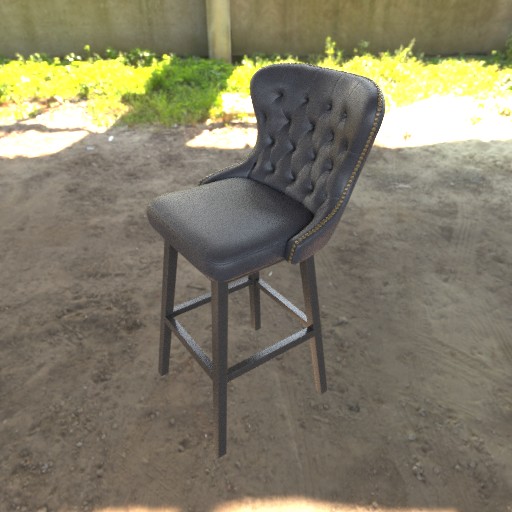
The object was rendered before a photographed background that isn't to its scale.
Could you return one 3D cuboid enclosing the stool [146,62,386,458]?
[{"bbox_3d":[0.000,0.000,1.400,0.601,1.050,0.528,-21,38,-29],"label":"stool"}]
